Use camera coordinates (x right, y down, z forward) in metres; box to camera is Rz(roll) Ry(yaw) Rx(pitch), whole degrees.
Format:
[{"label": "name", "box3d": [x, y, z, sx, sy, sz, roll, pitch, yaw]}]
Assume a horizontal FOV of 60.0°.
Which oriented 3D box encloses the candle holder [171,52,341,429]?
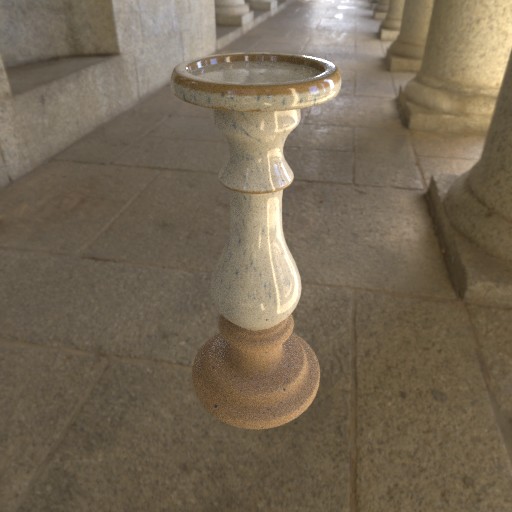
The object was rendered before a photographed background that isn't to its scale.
[{"label": "candle holder", "box3d": [0.000, 0.000, 0.253, 0.088, 0.203, 0.088, 0, 34, 0]}]
